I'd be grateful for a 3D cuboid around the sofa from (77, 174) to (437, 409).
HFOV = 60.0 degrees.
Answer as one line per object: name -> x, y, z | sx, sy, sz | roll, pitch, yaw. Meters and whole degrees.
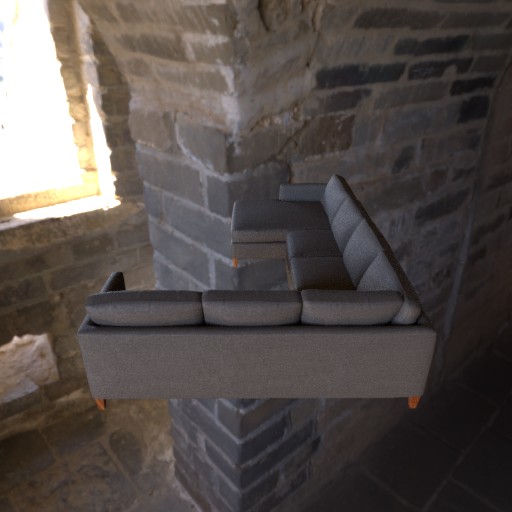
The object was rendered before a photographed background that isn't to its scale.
sofa -> 0.000, 0.000, 4.753 | 2.594, 0.961, 3.460 | 0, 27, 0
